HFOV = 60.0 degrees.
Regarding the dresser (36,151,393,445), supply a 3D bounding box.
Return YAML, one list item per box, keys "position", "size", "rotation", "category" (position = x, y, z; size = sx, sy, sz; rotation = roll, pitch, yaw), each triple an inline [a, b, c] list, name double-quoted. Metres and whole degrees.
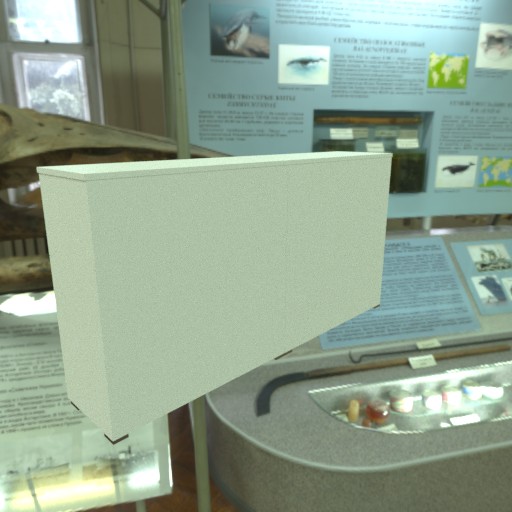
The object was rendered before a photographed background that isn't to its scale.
- position: [0.000, 0.000, 1.835]
  size: [0.333, 0.790, 1.535]
  rotation: [15, 22, 43]
  category: "dresser"
